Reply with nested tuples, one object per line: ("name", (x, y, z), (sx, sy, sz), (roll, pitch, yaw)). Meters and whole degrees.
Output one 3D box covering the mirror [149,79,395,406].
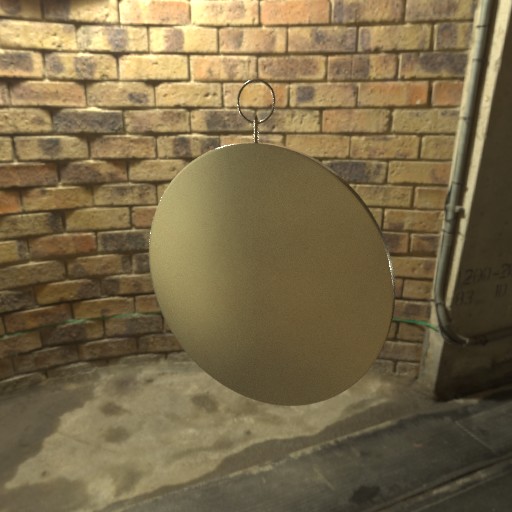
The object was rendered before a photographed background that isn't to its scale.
("mirror", (0.000, 0.000, 0.959), (0.594, 0.713, 0.020), (9, 19, 27))
